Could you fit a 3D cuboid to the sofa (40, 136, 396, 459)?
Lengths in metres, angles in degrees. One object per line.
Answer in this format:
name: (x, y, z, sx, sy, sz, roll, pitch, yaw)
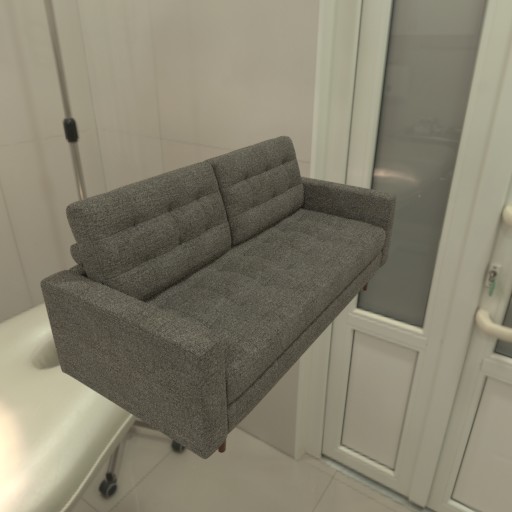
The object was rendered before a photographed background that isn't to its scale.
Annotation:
sofa: (0.000, 0.000, 2.265, 0.863, 0.902, 1.821, 17, 31, 30)
